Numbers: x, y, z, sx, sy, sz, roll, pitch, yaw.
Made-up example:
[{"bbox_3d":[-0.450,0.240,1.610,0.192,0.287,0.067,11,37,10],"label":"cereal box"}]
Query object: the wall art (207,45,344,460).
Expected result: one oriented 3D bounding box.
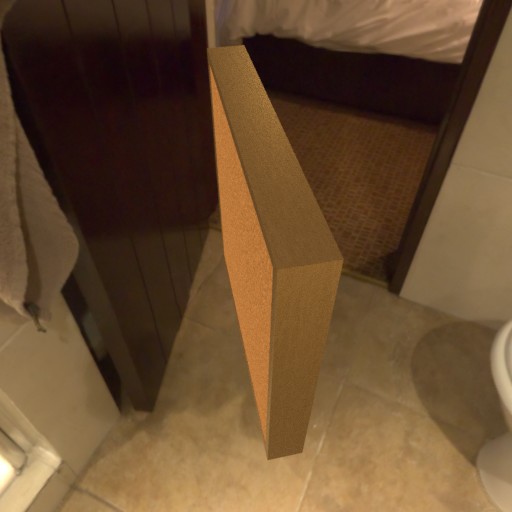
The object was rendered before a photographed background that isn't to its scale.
[{"bbox_3d":[0.000,0.000,0.460,0.038,0.305,0.304,-9,48,-8],"label":"wall art"}]
